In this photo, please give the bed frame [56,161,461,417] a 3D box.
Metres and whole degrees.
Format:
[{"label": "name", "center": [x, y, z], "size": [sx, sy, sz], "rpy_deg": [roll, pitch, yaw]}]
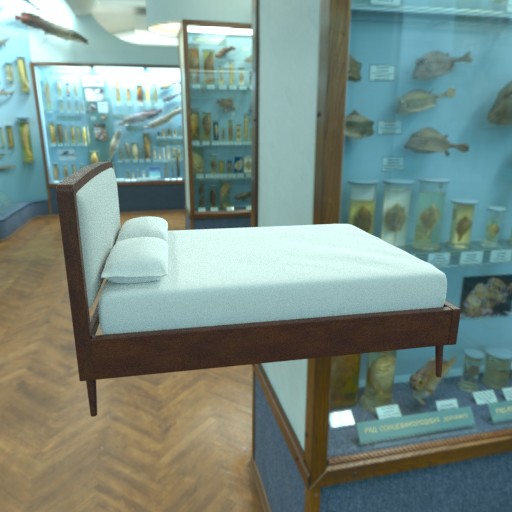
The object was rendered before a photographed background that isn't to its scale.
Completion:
[{"label": "bed frame", "center": [0.000, 0.000, 3.136], "size": [2.171, 1.279, 1.587], "rpy_deg": [-3, 16, -11]}]
